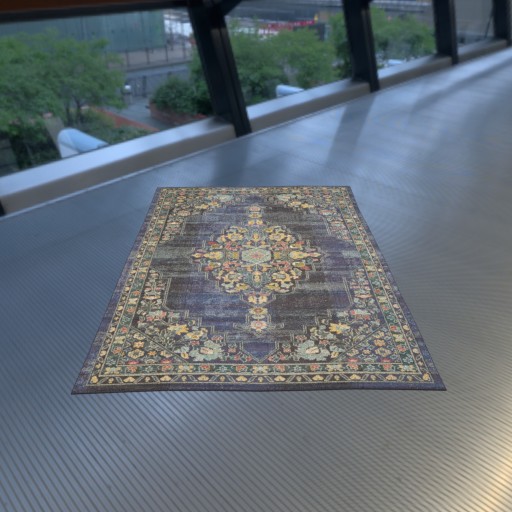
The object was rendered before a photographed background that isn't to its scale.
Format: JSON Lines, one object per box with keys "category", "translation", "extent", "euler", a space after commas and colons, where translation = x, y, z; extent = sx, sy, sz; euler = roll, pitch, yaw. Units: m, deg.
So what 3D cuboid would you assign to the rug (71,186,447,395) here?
{"category": "rug", "translation": [0.000, 0.000, 4.695], "extent": [2.716, 0.035, 3.612], "euler": [0, 33, -1]}
